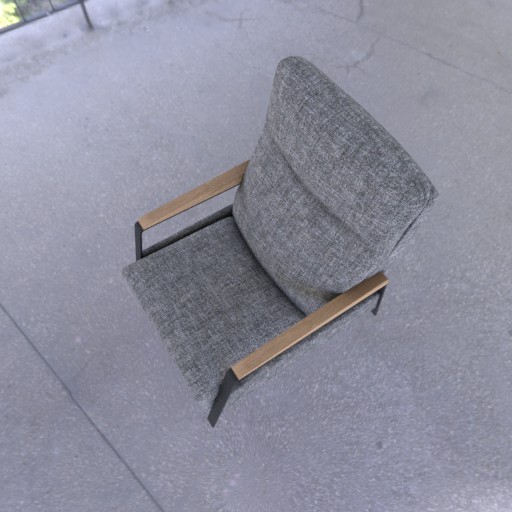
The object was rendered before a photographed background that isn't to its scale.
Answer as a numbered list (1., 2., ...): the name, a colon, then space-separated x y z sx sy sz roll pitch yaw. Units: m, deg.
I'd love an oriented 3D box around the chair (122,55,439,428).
1. chair: 0.000 0.000 1.566 0.868 1.042 0.671 -31 67 -14
